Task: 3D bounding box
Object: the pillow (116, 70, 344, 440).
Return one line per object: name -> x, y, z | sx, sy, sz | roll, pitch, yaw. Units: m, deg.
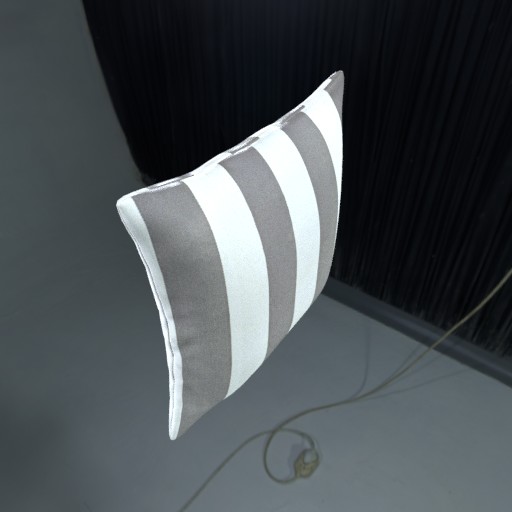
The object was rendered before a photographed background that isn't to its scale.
pillow -> 0.000, 0.000, 0.790 | 0.192, 0.507, 0.522 | 25, 46, 26
